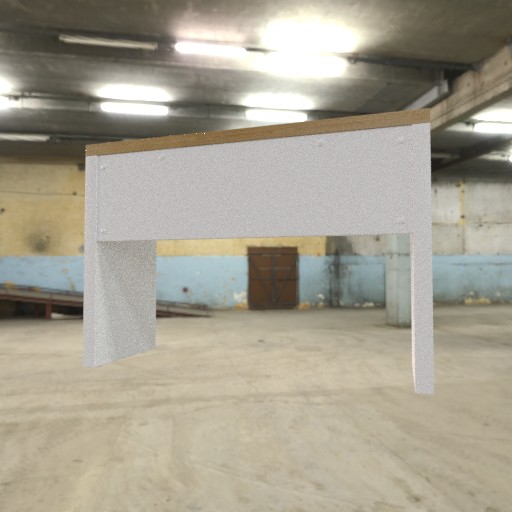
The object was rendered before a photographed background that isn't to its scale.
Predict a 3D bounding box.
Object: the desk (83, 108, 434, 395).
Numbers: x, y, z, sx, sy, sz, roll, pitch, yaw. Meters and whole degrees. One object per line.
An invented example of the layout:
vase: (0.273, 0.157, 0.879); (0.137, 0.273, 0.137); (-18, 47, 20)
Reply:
desk: (0.000, 0.000, 1.519); (1.100, 0.760, 0.390); (-1, -2, 18)
